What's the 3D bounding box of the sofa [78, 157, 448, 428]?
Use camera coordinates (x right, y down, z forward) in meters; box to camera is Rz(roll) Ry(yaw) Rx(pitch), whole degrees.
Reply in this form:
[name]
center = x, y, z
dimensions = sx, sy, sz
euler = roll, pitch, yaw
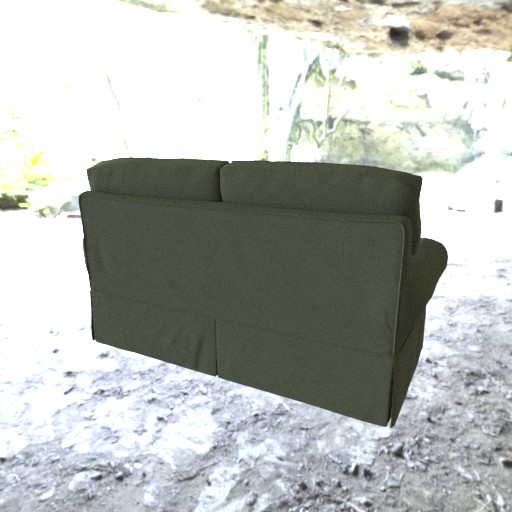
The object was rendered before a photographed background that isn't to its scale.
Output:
[sofa]
center = 0.000, 0.000, 2.352
dimensions = 1.823, 1.024, 0.841
euler = 8, 17, 27
